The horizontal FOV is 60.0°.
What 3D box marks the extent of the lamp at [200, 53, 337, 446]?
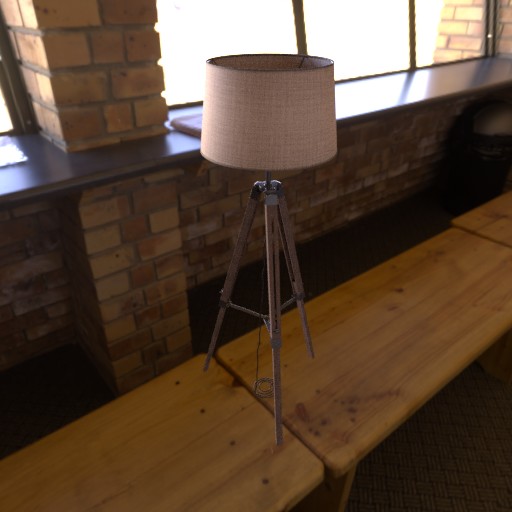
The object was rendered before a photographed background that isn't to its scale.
[{"bbox_3d":[0.000,0.000,1.853,0.587,1.510,0.604,10,32,16],"label":"lamp"}]
